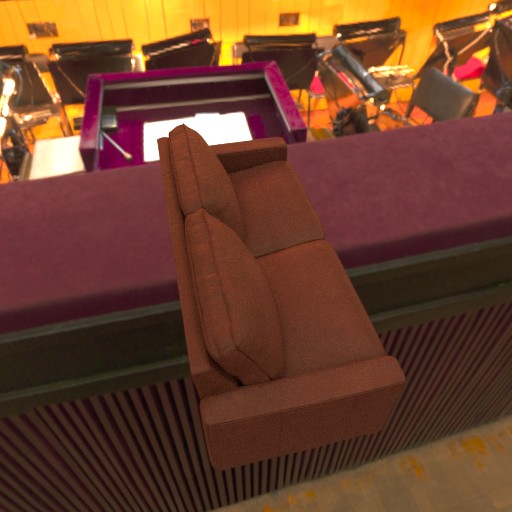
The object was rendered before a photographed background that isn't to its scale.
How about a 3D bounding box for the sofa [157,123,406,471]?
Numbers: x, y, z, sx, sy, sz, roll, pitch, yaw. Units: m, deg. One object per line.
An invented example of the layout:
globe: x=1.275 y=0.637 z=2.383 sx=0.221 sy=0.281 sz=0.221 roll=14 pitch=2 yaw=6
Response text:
sofa: x=0.000 y=0.000 z=2.653 sx=0.940 sy=0.919 sz=2.080 roll=-10 pitch=47 yaw=-9
